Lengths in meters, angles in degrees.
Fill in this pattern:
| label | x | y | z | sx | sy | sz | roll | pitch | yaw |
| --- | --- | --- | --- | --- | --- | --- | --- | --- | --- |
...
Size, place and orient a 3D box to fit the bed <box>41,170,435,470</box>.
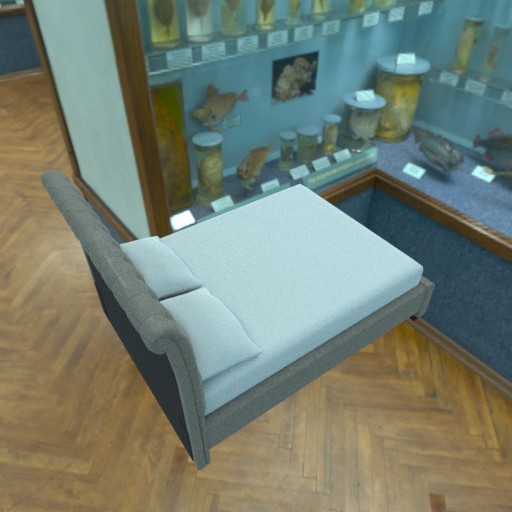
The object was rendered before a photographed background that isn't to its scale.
| label | x | y | z | sx | sy | sz | roll | pitch | yaw |
| --- | --- | --- | --- | --- | --- | --- | --- | --- | --- |
| bed | 0.000 | 0.000 | 3.253 | 2.252 | 1.371 | 1.645 | -25 | 46 | -26 |
